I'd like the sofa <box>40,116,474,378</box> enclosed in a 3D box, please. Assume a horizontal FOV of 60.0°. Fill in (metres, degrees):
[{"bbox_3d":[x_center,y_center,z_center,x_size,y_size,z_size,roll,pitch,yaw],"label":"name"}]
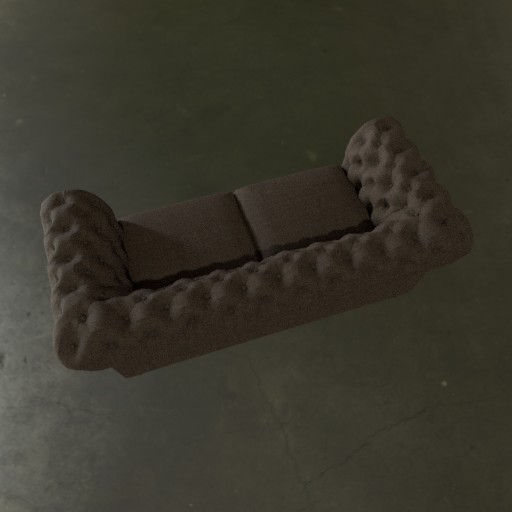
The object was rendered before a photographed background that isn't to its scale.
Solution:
[{"bbox_3d":[0.000,0.000,2.450,2.048,0.780,0.944,-15,60,-9],"label":"sofa"}]
